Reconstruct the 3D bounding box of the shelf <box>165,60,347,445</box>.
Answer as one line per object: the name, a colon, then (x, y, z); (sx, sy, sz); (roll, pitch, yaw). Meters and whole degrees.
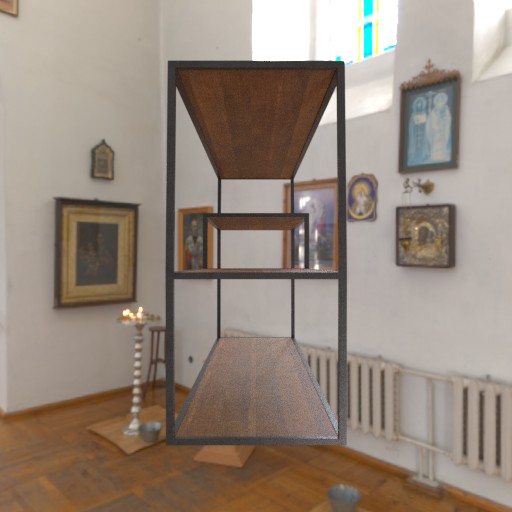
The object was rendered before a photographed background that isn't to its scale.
shelf: (0.000, 0.000, 1.479); (0.361, 0.765, 1.201); (0, -1, 0)
